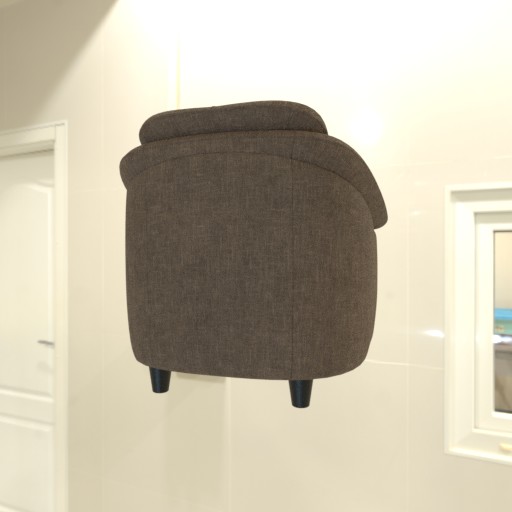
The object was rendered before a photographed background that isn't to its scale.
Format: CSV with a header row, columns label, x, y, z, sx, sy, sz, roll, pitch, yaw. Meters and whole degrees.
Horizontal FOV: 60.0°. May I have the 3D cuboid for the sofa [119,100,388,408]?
label,x,y,z,sx,sy,sz,roll,pitch,yaw
sofa,0.000,0.000,1.533,0.870,0.811,0.794,0,0,17
